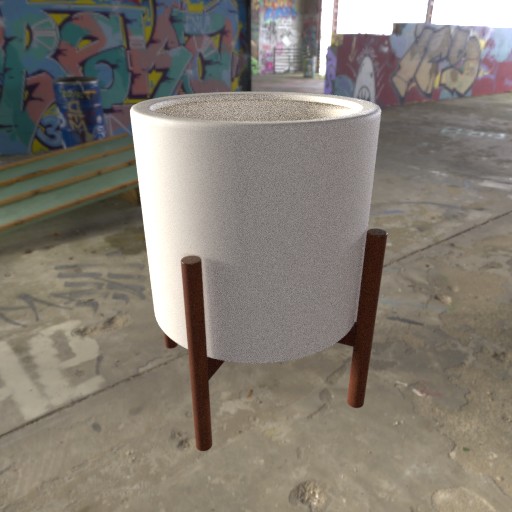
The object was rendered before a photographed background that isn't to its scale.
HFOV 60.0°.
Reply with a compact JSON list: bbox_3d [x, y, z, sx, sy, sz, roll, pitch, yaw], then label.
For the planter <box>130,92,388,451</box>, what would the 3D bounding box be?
[{"bbox_3d":[0.000,0.000,0.888,0.420,0.581,0.421,-8,27,-15],"label":"planter"}]
